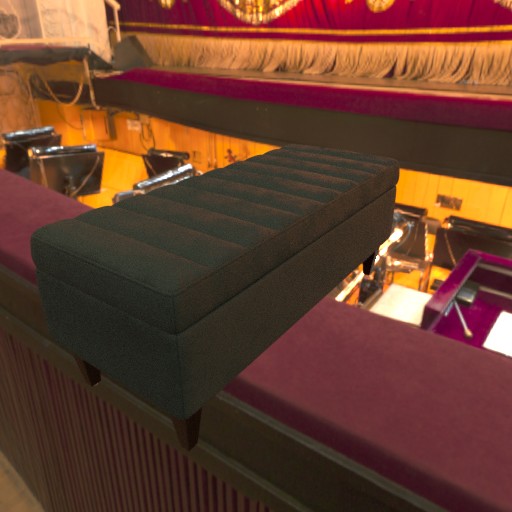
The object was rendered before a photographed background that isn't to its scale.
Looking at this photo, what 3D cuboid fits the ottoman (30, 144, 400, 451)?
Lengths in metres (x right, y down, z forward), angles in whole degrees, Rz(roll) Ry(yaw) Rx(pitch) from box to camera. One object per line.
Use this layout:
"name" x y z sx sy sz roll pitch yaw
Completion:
"ottoman" 0.000 0.000 1.388 0.482 0.469 1.151 18 31 32
